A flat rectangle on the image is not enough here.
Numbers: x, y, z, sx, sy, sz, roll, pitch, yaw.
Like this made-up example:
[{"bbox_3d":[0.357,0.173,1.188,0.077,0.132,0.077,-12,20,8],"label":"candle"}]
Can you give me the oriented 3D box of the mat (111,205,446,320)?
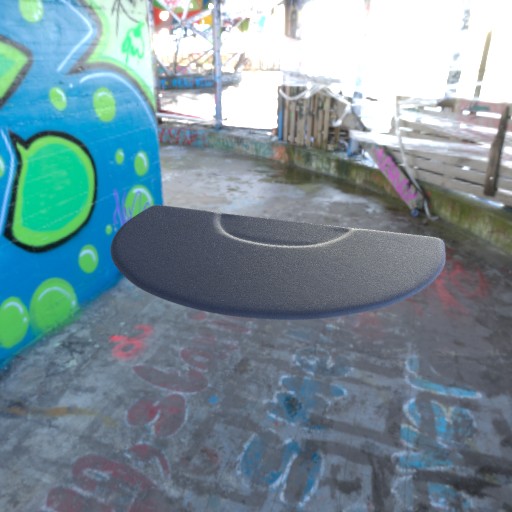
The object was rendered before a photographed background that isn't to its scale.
[{"bbox_3d":[0.000,0.000,1.875,1.525,0.016,0.917,8,27,17],"label":"mat"}]
